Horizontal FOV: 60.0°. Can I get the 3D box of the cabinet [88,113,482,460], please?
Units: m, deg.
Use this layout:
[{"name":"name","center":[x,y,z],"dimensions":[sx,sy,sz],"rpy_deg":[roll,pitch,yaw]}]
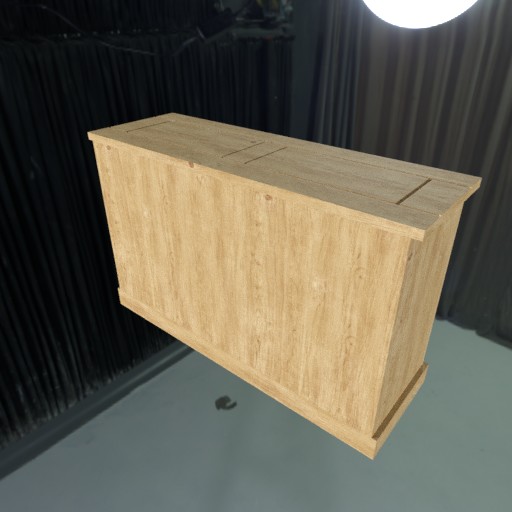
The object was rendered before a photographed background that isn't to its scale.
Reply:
[{"name":"cabinet","center":[0.000,0.000,1.691],"dimensions":[1.321,0.810,0.432],"rpy_deg":[22,37,33]}]
